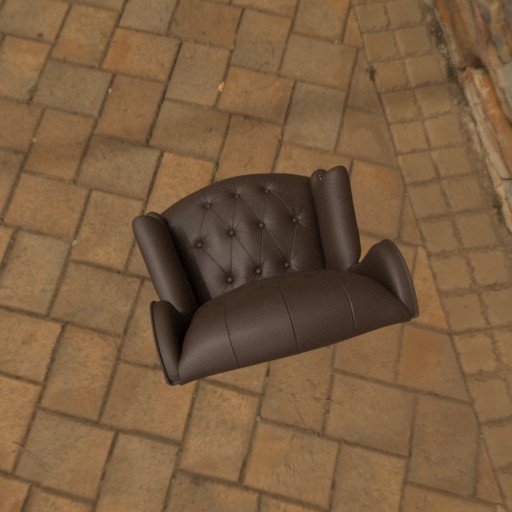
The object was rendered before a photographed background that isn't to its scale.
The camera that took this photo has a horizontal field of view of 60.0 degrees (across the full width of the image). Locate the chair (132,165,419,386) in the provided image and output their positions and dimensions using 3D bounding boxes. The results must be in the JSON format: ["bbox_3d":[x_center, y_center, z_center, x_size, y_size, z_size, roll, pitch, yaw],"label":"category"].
[{"bbox_3d":[0.000,0.000,1.688,0.829,1.132,0.819,-15,75,-4],"label":"chair"}]
